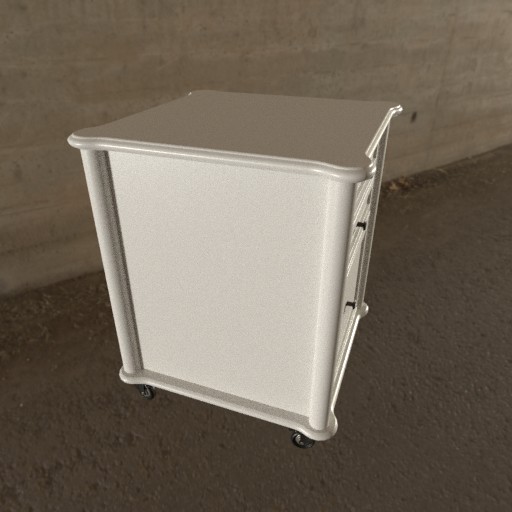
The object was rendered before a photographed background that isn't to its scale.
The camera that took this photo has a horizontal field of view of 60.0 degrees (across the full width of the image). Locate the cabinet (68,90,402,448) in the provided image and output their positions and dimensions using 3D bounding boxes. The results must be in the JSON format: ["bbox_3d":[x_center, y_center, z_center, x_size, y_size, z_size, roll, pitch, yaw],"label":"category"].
[{"bbox_3d":[0.000,0.000,1.236,0.627,0.761,0.628,11,31,18],"label":"cabinet"}]
